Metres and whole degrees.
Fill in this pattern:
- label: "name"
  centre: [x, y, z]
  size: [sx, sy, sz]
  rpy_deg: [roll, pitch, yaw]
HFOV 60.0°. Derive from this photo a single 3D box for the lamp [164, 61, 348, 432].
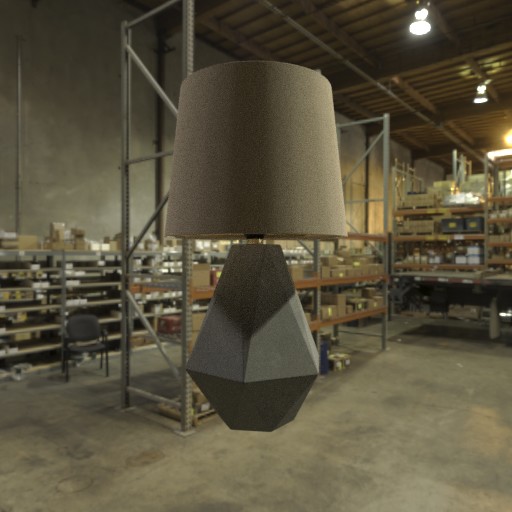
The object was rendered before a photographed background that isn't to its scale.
- label: "lamp"
  centre: [0.000, 0.000, 0.682]
  size: [0.276, 0.501, 0.276]
  rpy_deg: [0, 0, 0]
